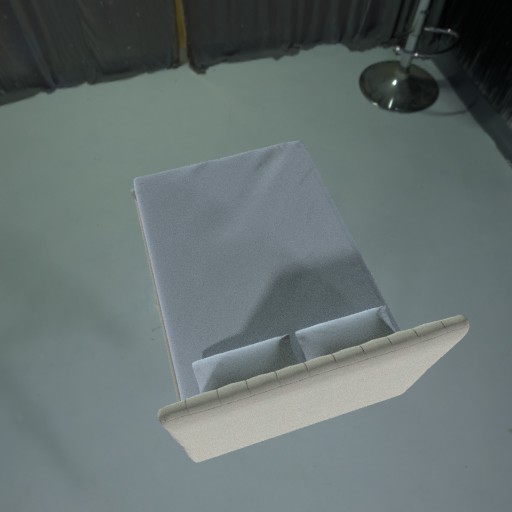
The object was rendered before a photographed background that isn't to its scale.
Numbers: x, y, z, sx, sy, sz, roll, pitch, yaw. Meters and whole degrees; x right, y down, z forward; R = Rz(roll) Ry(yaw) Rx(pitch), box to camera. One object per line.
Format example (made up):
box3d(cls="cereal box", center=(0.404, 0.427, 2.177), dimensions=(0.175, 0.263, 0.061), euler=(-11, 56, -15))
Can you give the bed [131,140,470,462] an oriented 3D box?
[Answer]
box3d(cls="bed", center=(0.000, 0.000, 3.397), dimensions=(1.698, 1.427, 2.387), euler=(-15, 60, -9))
